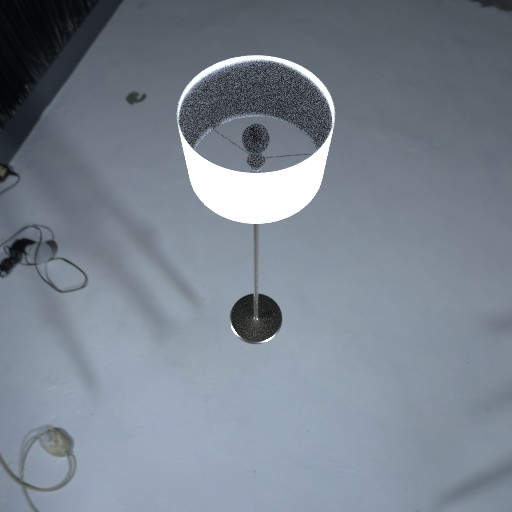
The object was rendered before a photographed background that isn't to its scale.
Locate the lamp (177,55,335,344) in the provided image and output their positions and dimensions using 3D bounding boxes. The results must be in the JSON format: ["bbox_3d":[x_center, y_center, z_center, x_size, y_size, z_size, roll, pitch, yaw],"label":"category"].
[{"bbox_3d":[0.000,0.000,1.621,0.347,1.443,0.347,15,64,7],"label":"lamp"}]
